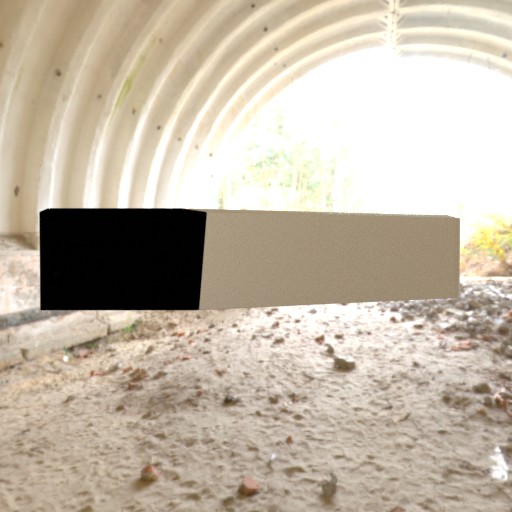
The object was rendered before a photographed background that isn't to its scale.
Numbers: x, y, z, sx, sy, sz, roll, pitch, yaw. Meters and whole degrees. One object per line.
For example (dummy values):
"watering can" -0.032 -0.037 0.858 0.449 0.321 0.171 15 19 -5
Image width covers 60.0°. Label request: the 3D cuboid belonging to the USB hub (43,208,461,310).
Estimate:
"USB hub" 0.000 0.000 0.127 0.110 0.023 0.044 0 2 -18
